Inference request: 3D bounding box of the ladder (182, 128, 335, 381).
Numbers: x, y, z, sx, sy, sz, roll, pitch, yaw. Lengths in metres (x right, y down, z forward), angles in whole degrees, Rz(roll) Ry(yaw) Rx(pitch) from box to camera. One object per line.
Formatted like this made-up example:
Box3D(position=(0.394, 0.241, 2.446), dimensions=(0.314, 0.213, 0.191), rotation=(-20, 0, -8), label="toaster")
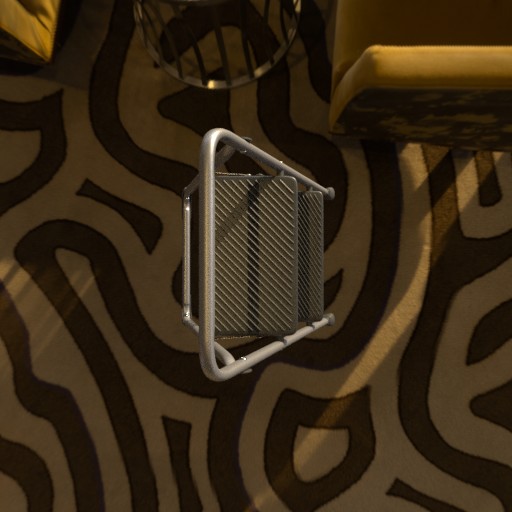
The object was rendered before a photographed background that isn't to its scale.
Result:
Box3D(position=(0.000, 0.000, 1.017), dimensions=(0.472, 0.720, 0.430), rotation=(0, 90, 1), label="ladder")
